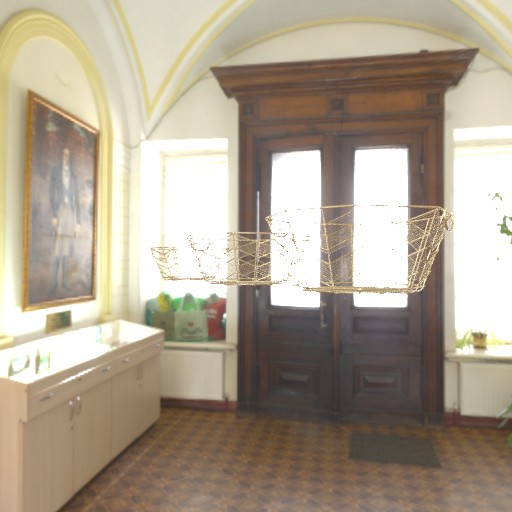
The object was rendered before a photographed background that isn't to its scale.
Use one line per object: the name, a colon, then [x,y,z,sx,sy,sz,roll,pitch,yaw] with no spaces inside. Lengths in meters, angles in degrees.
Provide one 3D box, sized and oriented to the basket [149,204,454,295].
basket: [0.000,0.000,1.378,0.432,0.178,1.246,1,-1,-35]
